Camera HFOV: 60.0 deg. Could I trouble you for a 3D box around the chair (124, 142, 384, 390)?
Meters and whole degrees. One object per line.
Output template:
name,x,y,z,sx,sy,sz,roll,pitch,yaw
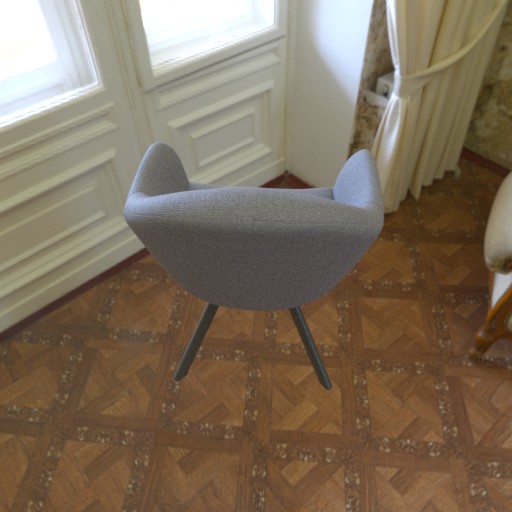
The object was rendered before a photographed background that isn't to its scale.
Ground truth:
chair,0.000,0.000,1.194,0.590,0.795,0.550,3,48,2
